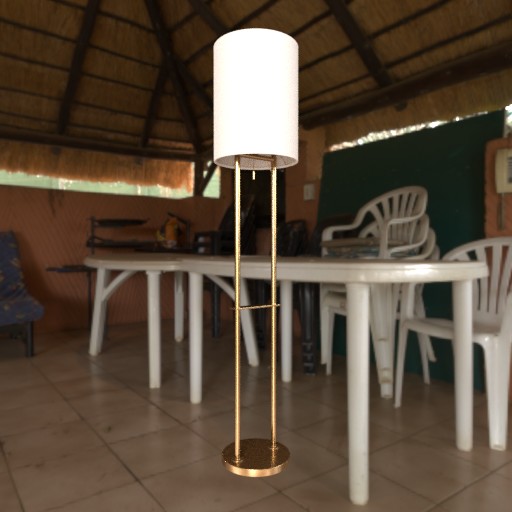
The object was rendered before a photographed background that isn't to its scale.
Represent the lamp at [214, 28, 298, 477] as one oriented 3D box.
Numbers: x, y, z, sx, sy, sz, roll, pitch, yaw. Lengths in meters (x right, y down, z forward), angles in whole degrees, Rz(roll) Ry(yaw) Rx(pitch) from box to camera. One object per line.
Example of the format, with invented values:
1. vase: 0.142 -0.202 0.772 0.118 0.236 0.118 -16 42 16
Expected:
1. lamp: 0.000 0.000 1.620 0.306 1.500 0.305 -1 1 -37
